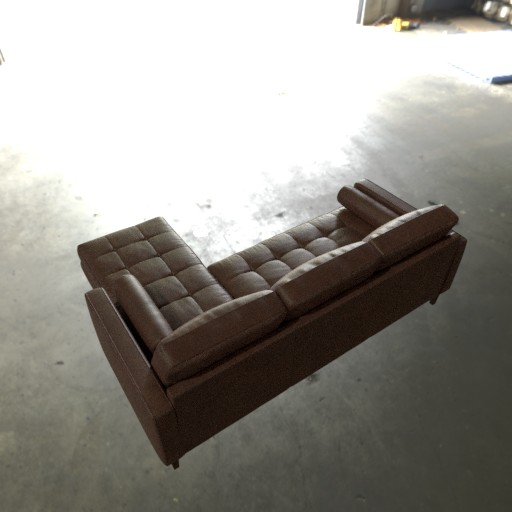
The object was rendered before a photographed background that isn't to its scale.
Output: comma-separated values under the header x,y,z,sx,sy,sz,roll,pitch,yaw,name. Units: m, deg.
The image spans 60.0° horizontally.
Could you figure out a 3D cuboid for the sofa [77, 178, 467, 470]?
x,y,z,sx,sy,sz,roll,pitch,yaw,name
0.000,0.000,2.939,2.185,0.841,1.613,-24,46,-25,sofa
